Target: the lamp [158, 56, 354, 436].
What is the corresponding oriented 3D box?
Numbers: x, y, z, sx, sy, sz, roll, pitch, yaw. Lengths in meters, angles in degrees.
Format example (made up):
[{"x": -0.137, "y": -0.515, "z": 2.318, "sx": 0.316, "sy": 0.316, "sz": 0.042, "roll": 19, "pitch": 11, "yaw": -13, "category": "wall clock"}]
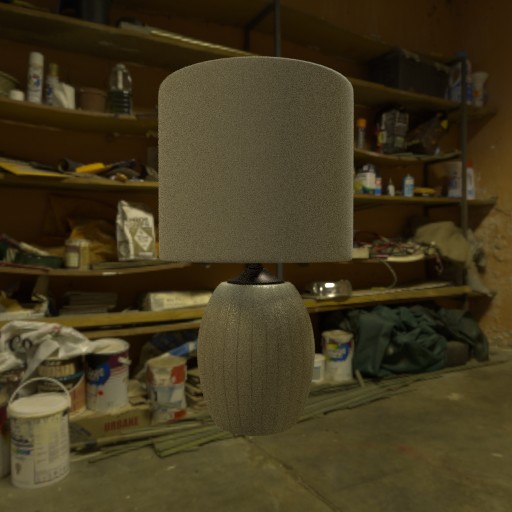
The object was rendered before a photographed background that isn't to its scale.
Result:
[{"x": 0.000, "y": 0.000, "z": 0.769, "sx": 0.329, "sy": 0.570, "sz": 0.329, "roll": 0, "pitch": 1, "yaw": 17, "category": "lamp"}]
